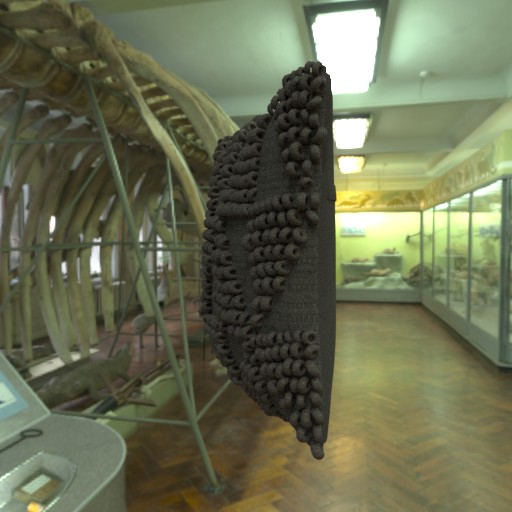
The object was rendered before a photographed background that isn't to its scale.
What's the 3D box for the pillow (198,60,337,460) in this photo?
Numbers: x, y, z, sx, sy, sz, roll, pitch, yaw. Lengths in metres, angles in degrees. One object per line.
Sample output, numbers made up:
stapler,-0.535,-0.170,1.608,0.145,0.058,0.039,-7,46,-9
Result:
pillow,0.000,0.000,0.723,0.172,0.467,0.470,-1,2,-18
